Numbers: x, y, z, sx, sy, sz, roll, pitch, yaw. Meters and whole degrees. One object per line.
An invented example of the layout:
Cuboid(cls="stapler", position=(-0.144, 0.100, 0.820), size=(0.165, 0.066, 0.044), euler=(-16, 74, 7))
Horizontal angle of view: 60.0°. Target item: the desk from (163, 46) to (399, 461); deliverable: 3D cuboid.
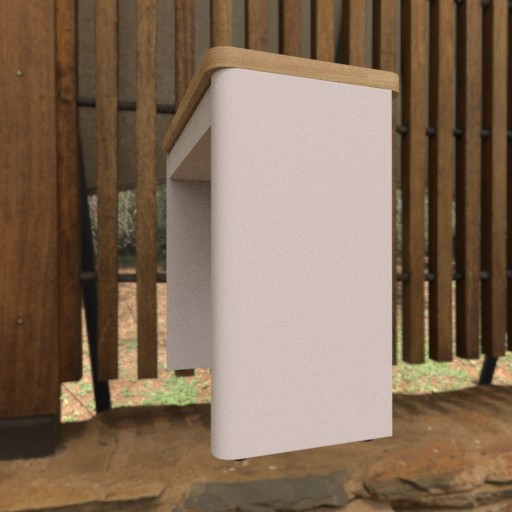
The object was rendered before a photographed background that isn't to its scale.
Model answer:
Cuboid(cls="desk", position=(0.000, 0.000, 1.256), size=(0.440, 0.790, 0.760), euler=(0, 0, -19))
